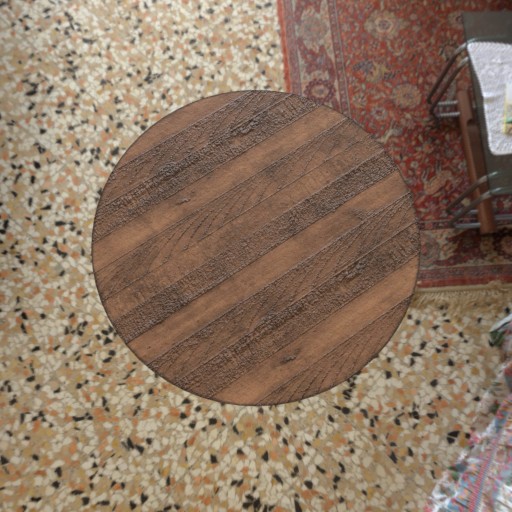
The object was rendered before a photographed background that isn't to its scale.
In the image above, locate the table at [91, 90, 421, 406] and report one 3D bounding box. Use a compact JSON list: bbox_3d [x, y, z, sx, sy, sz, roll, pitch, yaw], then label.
[{"bbox_3d":[0.000,0.000,1.354,0.837,0.462,0.837,0,76,0],"label":"table"}]
